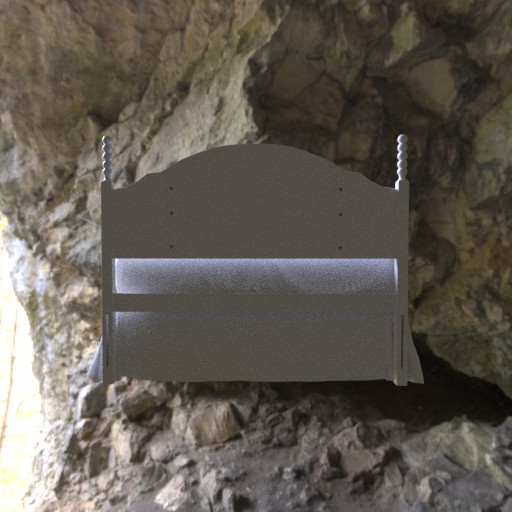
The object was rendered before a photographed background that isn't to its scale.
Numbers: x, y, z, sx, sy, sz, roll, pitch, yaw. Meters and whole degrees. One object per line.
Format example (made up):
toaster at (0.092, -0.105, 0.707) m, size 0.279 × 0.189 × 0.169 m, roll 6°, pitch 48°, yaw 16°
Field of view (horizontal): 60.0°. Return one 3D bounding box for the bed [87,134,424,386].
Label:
bed at (0.000, 0.000, 3.397) m, size 1.873 × 1.356 × 2.040 m, roll 0°, pitch 1°, yaw 1°
